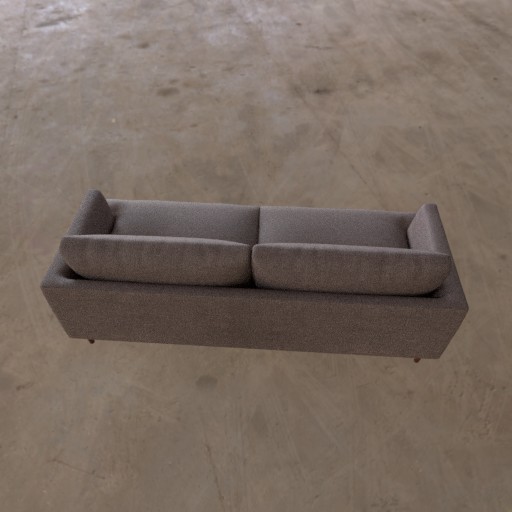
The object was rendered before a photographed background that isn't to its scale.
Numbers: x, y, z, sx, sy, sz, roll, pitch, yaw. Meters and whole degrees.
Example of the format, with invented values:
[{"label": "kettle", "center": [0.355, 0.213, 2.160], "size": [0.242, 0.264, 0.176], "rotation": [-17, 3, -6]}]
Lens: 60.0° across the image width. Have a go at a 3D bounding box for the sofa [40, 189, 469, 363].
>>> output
[{"label": "sofa", "center": [0.000, 0.000, 2.784], "size": [2.250, 0.868, 1.020], "rotation": [3, 48, 3]}]
